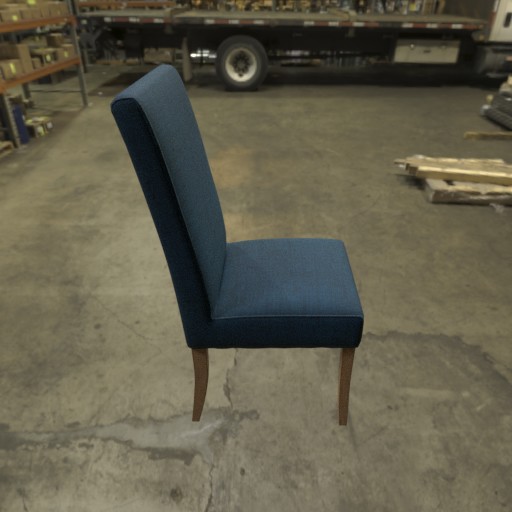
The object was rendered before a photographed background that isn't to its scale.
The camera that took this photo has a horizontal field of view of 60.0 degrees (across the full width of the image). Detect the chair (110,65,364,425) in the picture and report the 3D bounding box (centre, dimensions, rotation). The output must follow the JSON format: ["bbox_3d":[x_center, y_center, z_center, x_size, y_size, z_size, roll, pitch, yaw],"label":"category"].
[{"bbox_3d":[0.000,0.000,1.358,0.610,1.029,0.450,1,31,2],"label":"chair"}]
